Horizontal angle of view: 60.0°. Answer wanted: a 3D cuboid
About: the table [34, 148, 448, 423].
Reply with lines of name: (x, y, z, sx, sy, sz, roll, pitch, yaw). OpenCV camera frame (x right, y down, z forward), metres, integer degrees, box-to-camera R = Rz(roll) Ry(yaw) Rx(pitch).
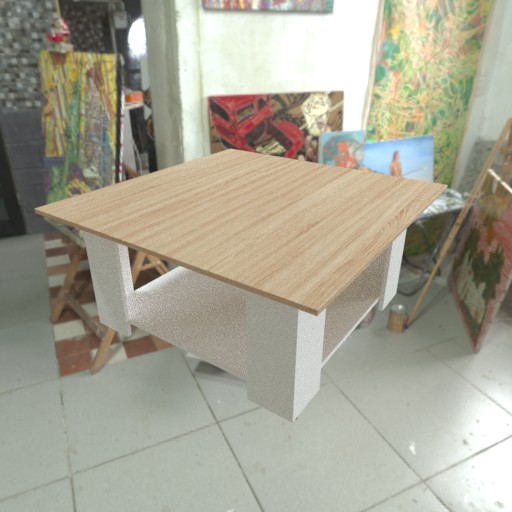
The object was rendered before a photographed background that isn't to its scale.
table: (0.000, 0.000, 1.073, 0.670, 0.305, 0.670, 17, 31, 31)
